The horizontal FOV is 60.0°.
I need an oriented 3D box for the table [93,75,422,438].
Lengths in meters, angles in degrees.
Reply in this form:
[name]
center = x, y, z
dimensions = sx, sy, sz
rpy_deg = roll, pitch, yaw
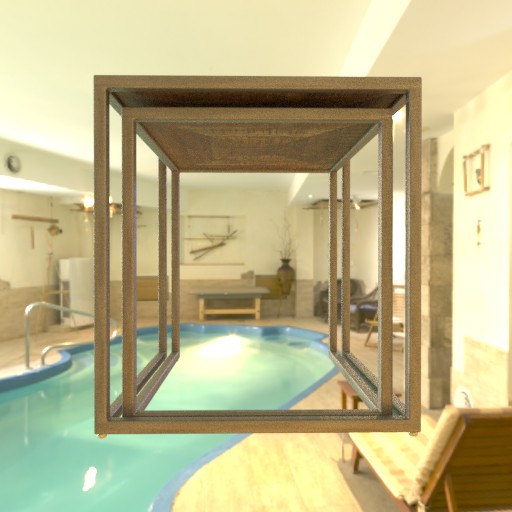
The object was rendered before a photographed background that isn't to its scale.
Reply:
[table]
center = 0.000, 0.000, 0.831
dimensions = 0.450, 0.500, 0.449
rpy_deg = 0, 0, -1
